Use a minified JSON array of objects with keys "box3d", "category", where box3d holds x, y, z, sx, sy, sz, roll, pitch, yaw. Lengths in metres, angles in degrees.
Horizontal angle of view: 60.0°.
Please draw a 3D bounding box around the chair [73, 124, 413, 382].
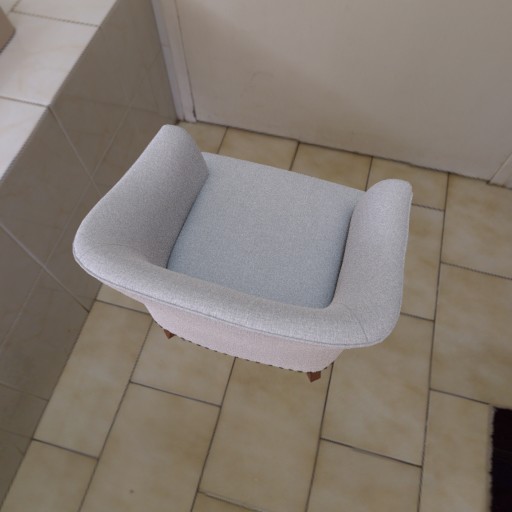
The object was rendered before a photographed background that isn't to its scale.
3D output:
[{"box3d":[0.000,0.000,1.380,0.798,0.815,0.704,16,64,8],"category":"chair"}]
